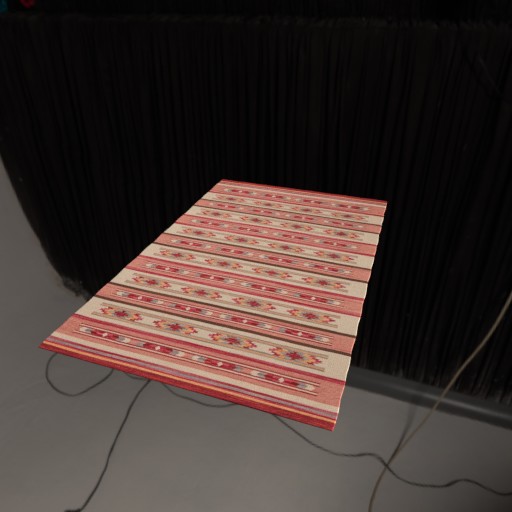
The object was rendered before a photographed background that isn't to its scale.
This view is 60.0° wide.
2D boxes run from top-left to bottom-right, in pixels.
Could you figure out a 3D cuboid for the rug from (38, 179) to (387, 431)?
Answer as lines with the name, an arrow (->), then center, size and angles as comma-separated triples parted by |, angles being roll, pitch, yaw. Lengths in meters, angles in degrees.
rug -> 0.000, 0.000, 3.038 | 1.535, 0.010, 2.431 | 10, 33, 16
